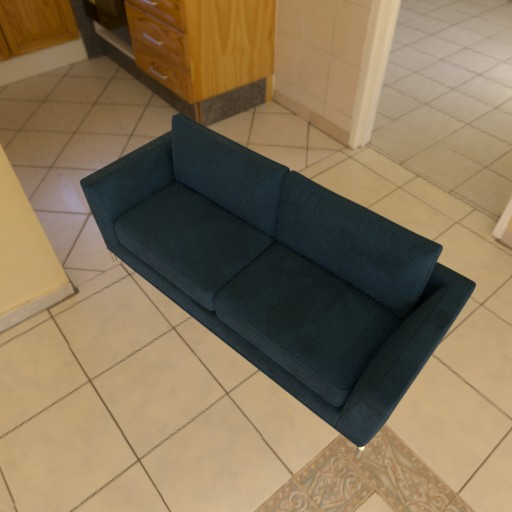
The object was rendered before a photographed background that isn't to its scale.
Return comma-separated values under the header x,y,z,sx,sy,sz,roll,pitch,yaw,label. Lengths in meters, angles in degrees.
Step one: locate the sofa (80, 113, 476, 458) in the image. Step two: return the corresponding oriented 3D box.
x,y,z,sx,sy,sz,roll,pitch,yaw,label
0.000,0.000,2.662,2.212,0.998,0.853,33,56,26,sofa
